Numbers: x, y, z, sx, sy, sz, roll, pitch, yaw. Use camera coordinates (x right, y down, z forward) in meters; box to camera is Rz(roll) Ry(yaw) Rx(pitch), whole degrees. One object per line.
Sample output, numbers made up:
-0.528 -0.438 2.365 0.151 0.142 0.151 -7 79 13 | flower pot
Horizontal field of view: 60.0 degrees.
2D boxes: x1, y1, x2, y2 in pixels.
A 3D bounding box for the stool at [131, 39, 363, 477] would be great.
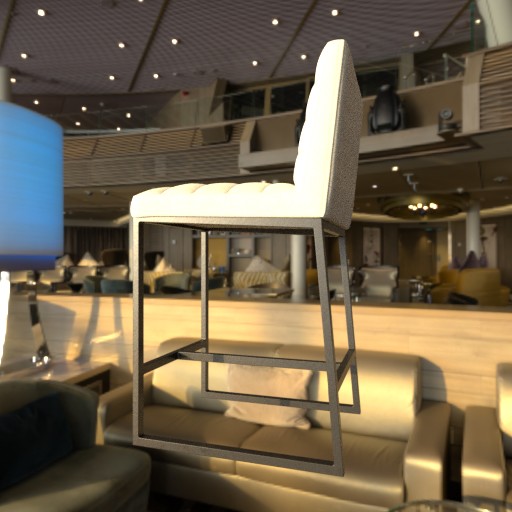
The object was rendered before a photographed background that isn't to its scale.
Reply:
0.000 0.000 1.263 0.567 0.971 0.459 0 0 18 | stool
